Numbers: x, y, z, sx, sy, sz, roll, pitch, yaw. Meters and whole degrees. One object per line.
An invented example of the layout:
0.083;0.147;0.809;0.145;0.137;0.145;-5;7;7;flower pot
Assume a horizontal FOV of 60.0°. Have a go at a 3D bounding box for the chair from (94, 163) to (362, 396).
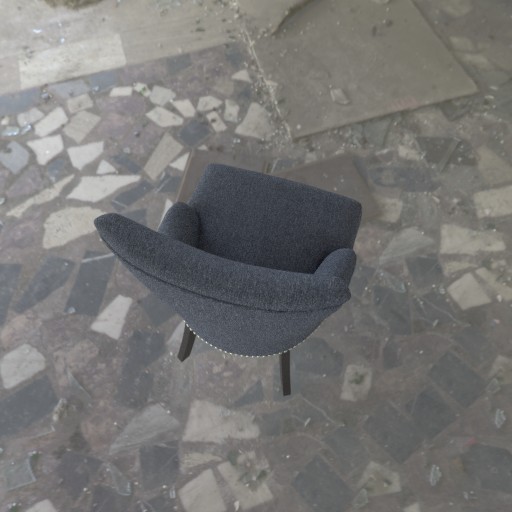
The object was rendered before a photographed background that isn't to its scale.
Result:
0.000;0.000;1.321;0.566;0.909;0.629;16;65;8;chair
